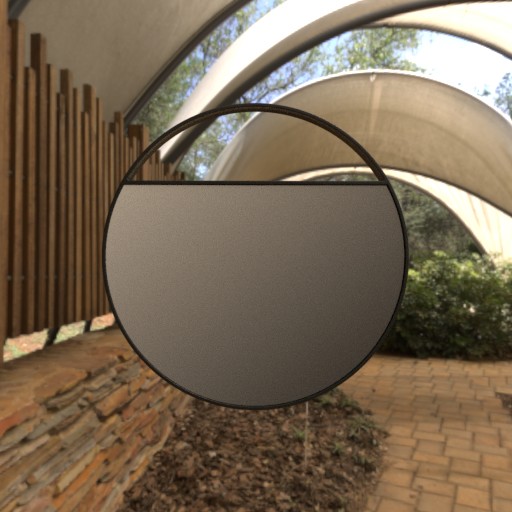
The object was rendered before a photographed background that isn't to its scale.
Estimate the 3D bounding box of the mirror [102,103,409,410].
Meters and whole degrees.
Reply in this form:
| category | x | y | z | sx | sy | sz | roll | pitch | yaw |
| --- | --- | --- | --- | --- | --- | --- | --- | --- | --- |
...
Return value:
| category | x | y | z | sx | sy | sz | roll | pitch | yaw |
| --- | --- | --- | --- | --- | --- | --- | --- | --- | --- |
| mirror | 0.000 | 0.000 | 0.830 | 0.565 | 0.565 | 0.032 | 0 | -1 | -1 |
